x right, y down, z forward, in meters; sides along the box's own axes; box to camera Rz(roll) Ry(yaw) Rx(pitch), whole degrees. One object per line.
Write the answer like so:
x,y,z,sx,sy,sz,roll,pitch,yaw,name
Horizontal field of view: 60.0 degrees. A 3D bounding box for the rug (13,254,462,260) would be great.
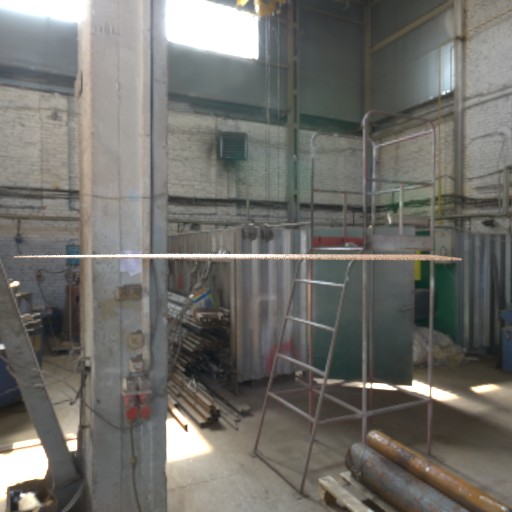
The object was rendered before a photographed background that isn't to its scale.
0.000,0.000,4.137,3.205,0.013,2.448,0,1,18,rug
